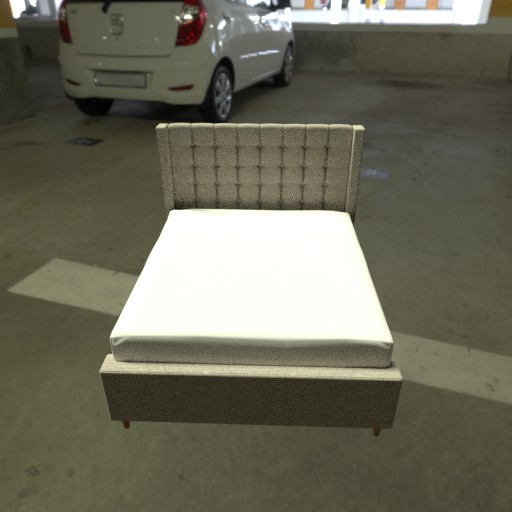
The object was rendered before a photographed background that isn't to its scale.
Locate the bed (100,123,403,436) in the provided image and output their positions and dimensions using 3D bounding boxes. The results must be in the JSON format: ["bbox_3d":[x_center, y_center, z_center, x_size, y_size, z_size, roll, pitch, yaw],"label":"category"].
[{"bbox_3d":[0.000,0.000,3.867,2.044,1.748,2.372,1,30,2],"label":"bed"}]
